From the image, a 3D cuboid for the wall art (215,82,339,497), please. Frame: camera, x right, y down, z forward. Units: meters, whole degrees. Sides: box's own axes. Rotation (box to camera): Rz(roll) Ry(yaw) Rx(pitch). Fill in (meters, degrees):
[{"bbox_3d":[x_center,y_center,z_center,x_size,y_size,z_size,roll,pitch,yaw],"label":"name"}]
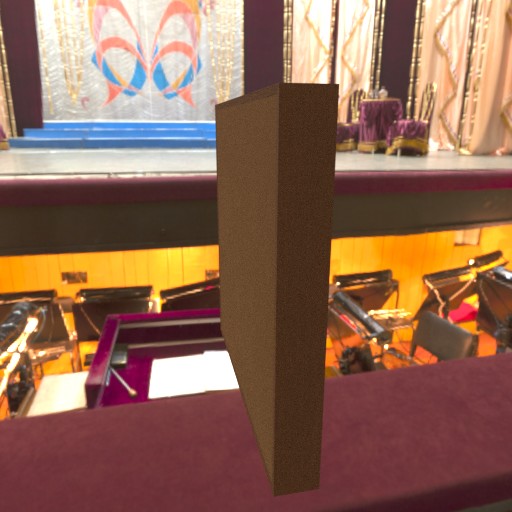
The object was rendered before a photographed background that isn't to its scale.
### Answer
[{"bbox_3d":[0.000,0.000,0.451,0.038,0.303,0.304,-3,17,-12],"label":"wall art"}]
